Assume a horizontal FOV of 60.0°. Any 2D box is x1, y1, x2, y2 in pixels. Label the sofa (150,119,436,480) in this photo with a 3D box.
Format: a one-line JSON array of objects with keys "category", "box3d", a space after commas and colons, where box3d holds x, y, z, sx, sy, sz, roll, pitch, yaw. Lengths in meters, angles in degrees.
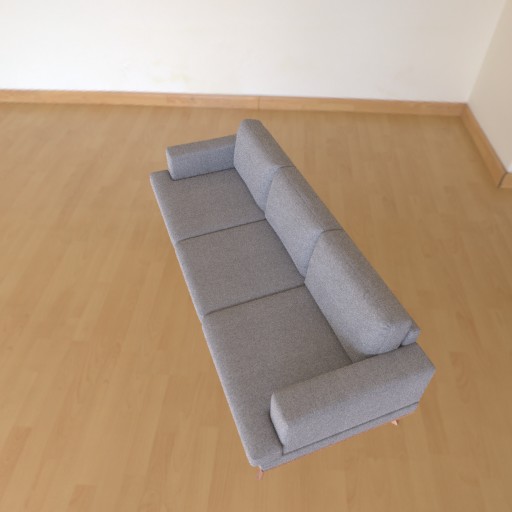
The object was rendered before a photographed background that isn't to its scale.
[{"category": "sofa", "box3d": [0.000, 0.000, 2.786, 0.920, 0.810, 2.310, -15, 47, -14]}]
